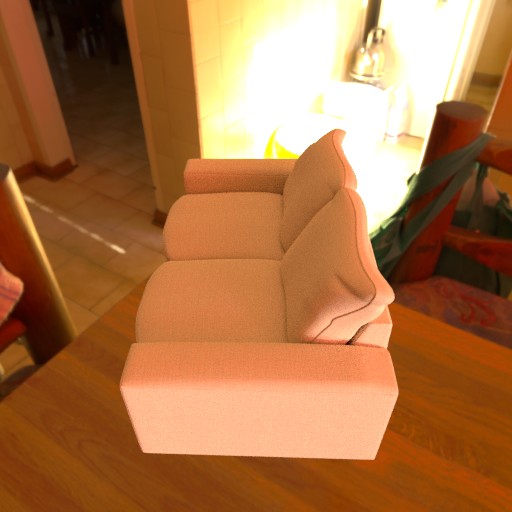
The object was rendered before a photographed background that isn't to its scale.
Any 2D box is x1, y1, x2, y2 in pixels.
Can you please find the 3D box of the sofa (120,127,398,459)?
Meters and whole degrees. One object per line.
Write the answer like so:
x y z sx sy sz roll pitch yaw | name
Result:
0.000 0.000 2.340 1.091 0.875 1.754 1 40 1 | sofa
